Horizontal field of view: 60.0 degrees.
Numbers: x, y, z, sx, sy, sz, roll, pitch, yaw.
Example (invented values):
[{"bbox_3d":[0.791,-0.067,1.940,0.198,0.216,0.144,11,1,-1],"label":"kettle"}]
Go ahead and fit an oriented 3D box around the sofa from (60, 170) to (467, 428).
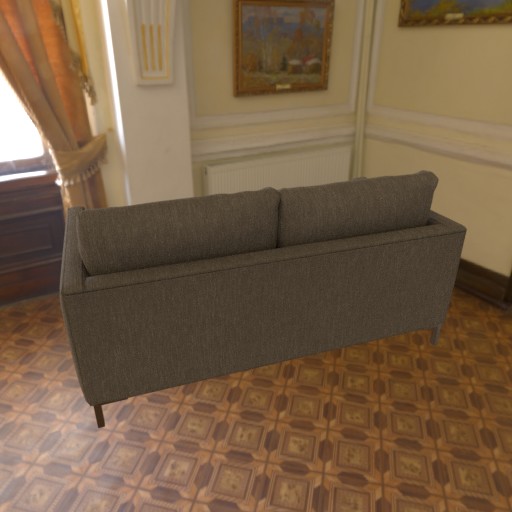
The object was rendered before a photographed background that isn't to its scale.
[{"bbox_3d":[0.000,0.000,2.132,1.682,0.840,0.875,-9,27,-17],"label":"sofa"}]
